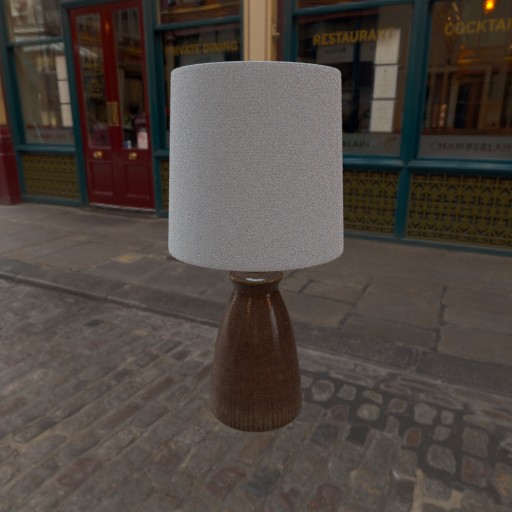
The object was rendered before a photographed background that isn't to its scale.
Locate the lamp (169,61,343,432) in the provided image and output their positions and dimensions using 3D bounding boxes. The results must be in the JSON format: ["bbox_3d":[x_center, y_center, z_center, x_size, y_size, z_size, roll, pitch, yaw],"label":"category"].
[{"bbox_3d":[0.000,0.000,0.484,0.186,0.369,0.186,0,15,0],"label":"lamp"}]
